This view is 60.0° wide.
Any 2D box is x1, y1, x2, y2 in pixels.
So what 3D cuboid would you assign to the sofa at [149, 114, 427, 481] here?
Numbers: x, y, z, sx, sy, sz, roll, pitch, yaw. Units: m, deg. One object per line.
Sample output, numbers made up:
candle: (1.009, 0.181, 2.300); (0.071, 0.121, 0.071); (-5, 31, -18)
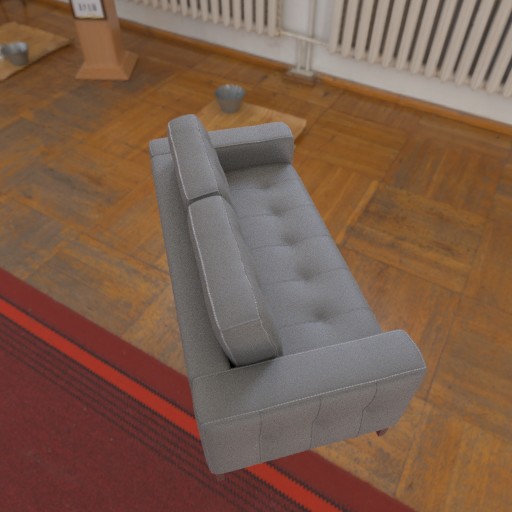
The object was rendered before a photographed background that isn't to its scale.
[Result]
sofa: (0.000, 0.000, 2.160); (0.833, 0.892, 1.726); (-11, 48, -10)
